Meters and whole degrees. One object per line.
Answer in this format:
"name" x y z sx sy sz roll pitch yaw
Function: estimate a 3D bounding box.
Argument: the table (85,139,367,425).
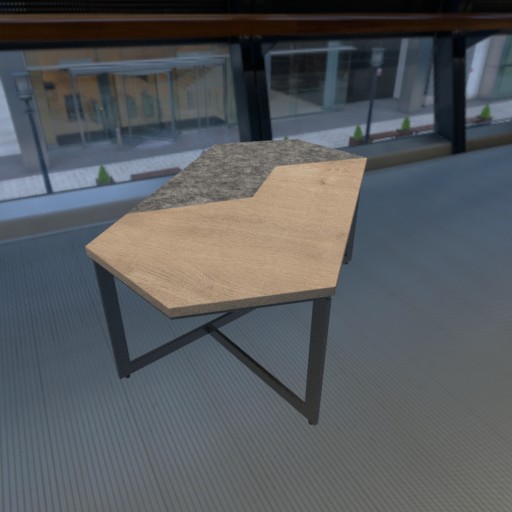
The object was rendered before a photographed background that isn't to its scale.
"table" 0.000 0.000 1.488 0.609 0.457 1.219 9 32 14
